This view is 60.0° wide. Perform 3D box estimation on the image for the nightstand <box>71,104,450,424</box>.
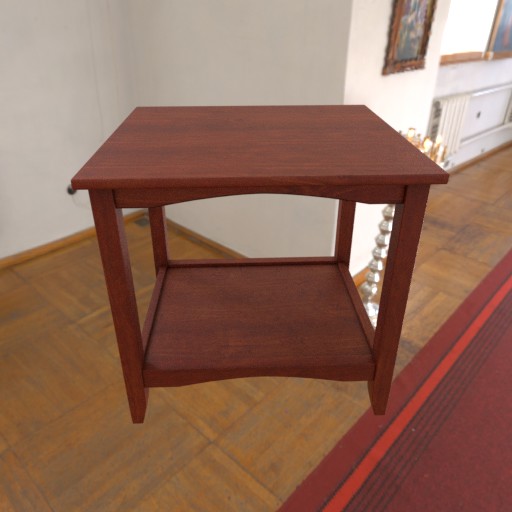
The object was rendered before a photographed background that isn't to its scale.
[{"bbox_3d":[0.000,0.000,1.005,0.558,0.558,0.501,-1,30,-2],"label":"nightstand"}]
